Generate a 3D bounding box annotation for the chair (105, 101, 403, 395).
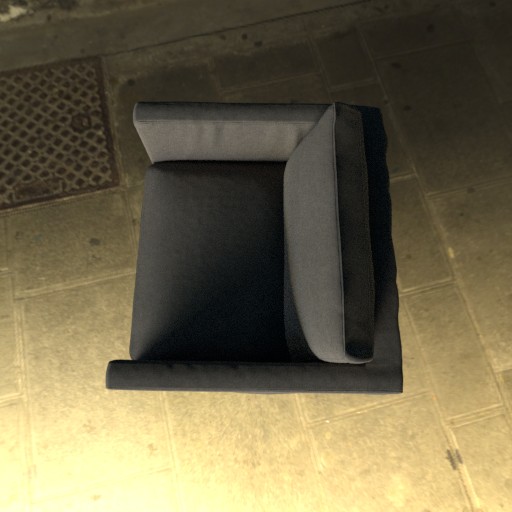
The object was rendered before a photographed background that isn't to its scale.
[{"bbox_3d":[0.000,0.000,1.748,0.949,0.863,1.057,1,74,0],"label":"chair"}]
